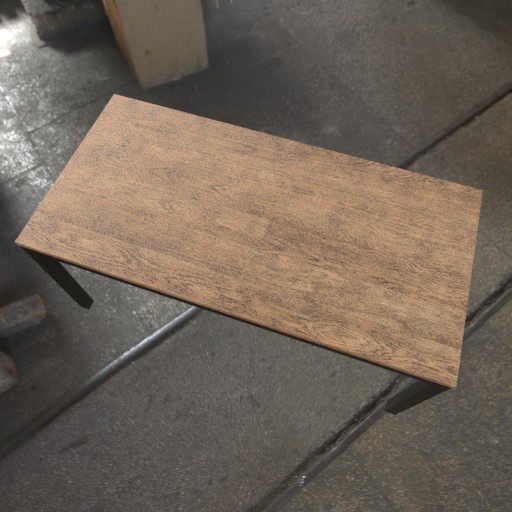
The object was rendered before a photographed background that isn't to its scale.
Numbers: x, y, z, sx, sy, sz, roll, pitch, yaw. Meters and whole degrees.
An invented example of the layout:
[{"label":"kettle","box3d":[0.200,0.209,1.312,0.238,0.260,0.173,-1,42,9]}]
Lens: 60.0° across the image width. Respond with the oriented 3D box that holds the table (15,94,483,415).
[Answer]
[{"label":"table","box3d":[0.000,0.000,2.234,1.805,0.767,0.893,17,64,8]}]
